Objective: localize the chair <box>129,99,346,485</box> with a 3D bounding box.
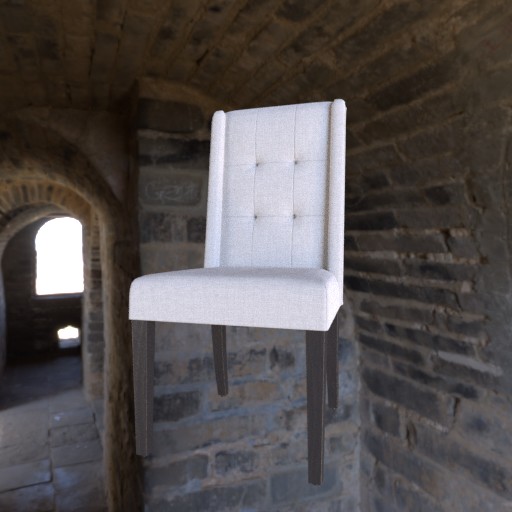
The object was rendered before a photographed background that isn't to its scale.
[{"bbox_3d":[0.000,0.000,1.225,0.474,0.961,0.523,0,2,18],"label":"chair"}]
